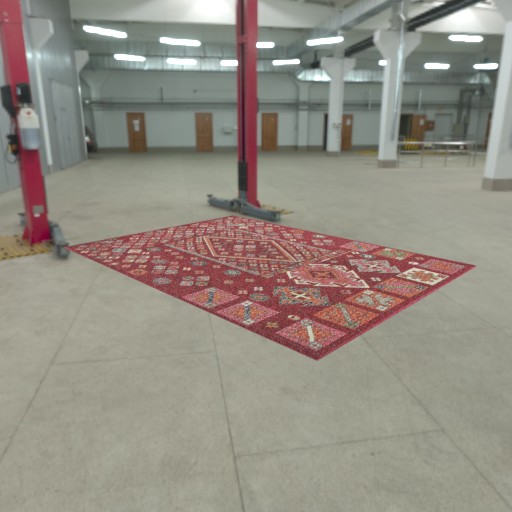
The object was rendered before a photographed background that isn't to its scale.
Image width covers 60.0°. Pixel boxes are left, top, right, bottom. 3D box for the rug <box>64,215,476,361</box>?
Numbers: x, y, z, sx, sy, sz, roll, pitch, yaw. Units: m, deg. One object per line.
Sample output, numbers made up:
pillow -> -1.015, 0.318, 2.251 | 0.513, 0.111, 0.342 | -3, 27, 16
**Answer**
rug -> 0.000, 0.000, 2.872 | 2.184, 0.007, 1.579 | 16, 23, 43
